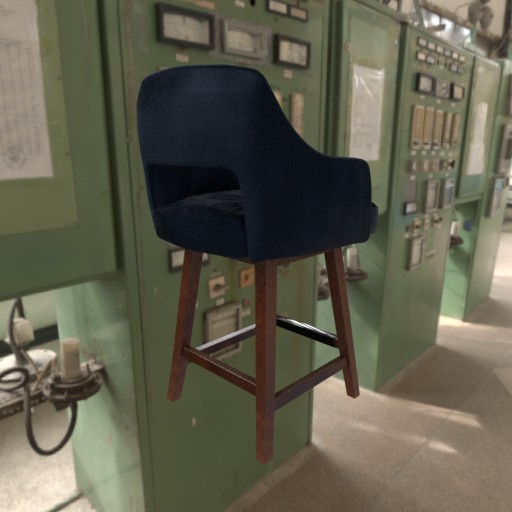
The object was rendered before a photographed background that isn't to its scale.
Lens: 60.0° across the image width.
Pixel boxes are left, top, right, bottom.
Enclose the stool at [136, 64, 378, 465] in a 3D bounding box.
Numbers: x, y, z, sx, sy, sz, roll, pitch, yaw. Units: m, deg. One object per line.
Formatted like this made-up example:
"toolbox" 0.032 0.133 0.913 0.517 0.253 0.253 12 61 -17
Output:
"stool" 0.000 0.000 1.261 0.550 0.940 0.560 14 20 43
